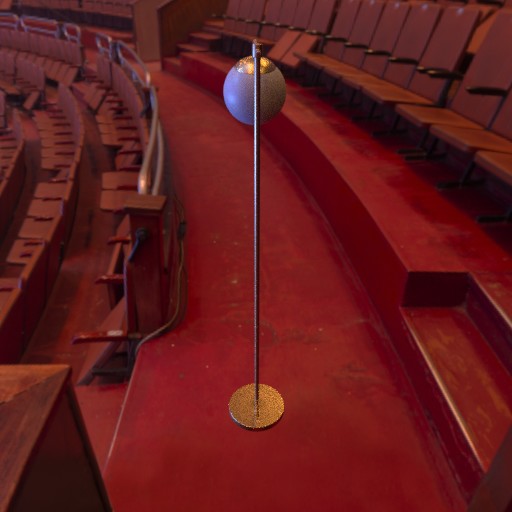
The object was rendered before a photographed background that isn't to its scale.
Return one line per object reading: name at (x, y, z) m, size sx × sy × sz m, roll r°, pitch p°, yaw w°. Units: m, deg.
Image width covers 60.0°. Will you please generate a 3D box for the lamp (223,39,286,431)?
lamp at (0.000, 0.000, 1.708) m, size 0.249 × 1.505 × 0.476 m, roll -1°, pitch 31°, yaw -1°
